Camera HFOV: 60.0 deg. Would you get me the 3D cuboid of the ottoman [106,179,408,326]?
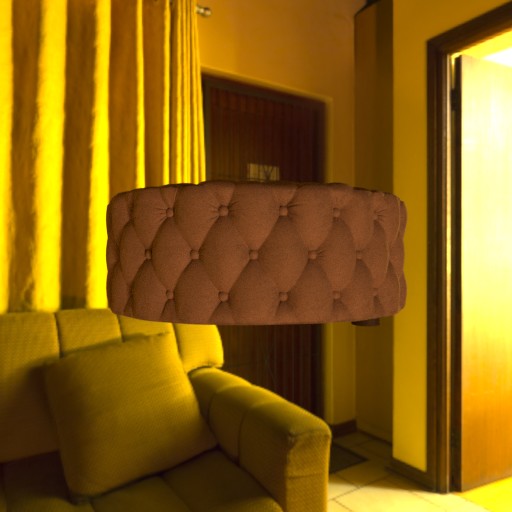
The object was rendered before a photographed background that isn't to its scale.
[{"bbox_3d":[0.000,0.000,1.538,0.998,0.399,0.998,0,0,0],"label":"ottoman"}]
